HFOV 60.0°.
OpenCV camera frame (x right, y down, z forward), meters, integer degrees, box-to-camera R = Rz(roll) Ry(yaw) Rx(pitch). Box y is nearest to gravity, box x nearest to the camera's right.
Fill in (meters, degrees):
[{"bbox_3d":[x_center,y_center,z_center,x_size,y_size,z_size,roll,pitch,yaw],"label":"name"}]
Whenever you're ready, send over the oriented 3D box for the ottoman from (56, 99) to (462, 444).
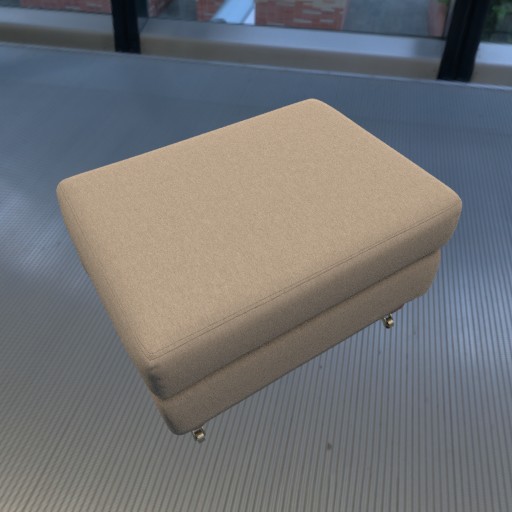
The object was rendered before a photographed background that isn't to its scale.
[{"bbox_3d":[0.000,0.000,1.132,0.773,0.497,0.574,-25,52,-21],"label":"ottoman"}]
